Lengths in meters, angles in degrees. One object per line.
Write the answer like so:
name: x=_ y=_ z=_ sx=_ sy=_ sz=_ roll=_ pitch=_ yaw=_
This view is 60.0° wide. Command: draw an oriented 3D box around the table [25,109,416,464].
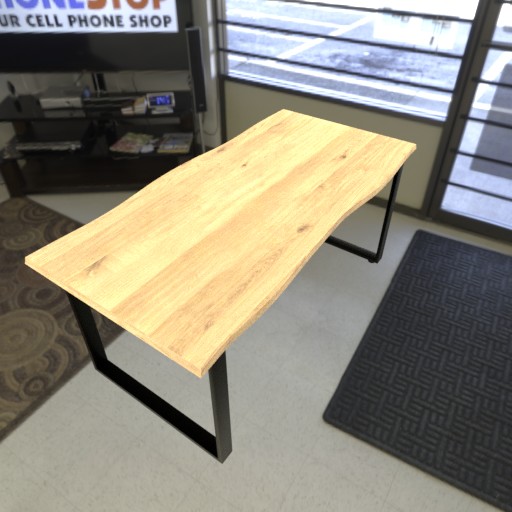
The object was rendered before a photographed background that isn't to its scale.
table: x=0.000 y=0.000 z=2.277 sx=0.900 sy=0.780 sz=1.800 roll=24 pitch=45 yaw=27
